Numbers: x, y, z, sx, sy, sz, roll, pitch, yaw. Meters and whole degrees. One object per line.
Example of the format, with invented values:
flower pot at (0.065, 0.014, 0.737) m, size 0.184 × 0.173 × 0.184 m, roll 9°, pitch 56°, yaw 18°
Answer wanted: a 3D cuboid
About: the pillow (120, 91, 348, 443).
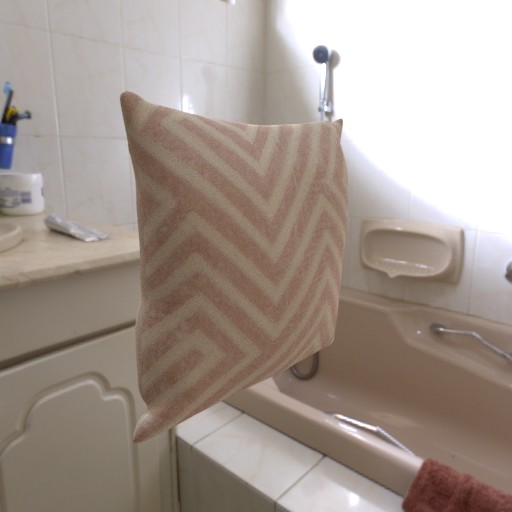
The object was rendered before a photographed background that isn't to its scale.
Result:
pillow at (0.000, 0.000, 0.679) m, size 0.182 × 0.441 × 0.440 m, roll 12°, pitch 18°, yaw 43°
